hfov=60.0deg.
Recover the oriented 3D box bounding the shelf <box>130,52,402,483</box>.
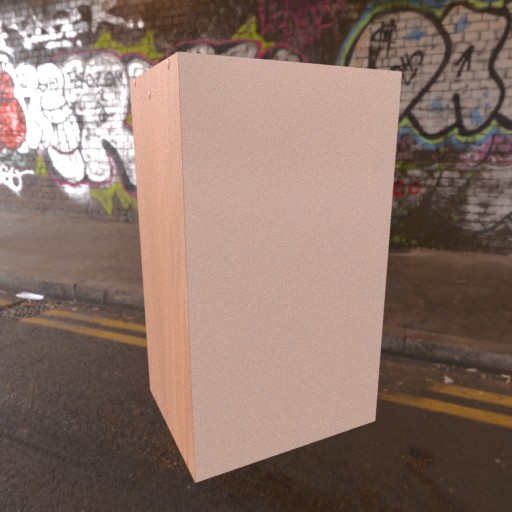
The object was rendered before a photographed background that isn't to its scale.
[{"bbox_3d":[0.000,0.000,0.793,0.350,0.600,0.290,-7,16,-25],"label":"shelf"}]
